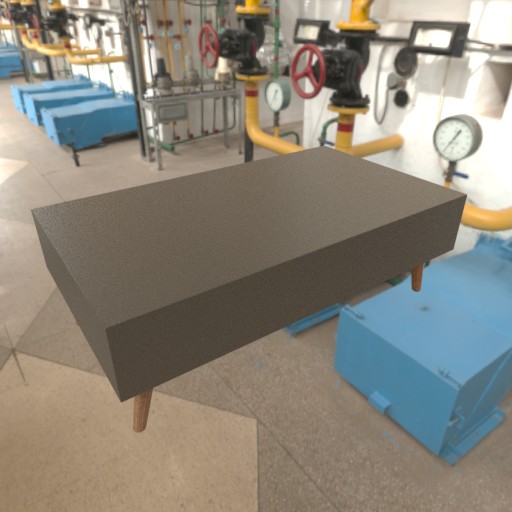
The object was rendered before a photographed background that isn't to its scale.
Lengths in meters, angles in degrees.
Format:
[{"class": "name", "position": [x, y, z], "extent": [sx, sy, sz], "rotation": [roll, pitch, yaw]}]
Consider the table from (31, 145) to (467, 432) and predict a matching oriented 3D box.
[{"class": "table", "position": [0.000, 0.000, 1.507], "extent": [1.201, 0.404, 0.703], "rotation": [-19, 35, -30]}]
